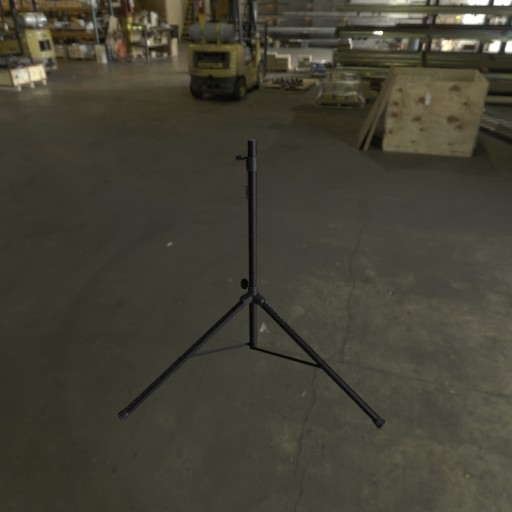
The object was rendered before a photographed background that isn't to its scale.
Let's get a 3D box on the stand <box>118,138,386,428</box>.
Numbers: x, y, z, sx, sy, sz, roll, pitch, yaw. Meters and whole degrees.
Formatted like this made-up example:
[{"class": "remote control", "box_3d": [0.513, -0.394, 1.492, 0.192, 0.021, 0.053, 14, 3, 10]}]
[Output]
[{"class": "stand", "box_3d": [0.000, 0.000, 2.807, 1.596, 1.595, 1.339, 2, 30, 3]}]
